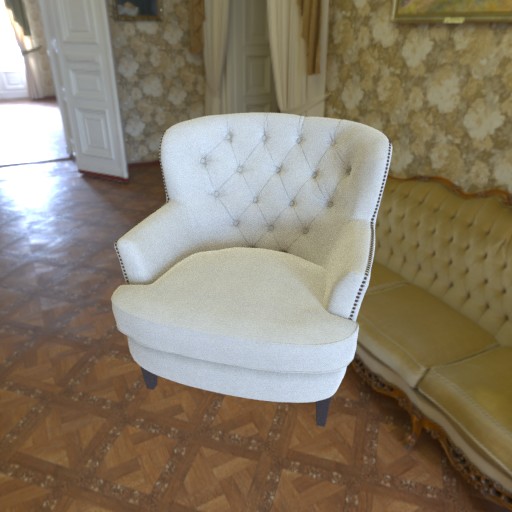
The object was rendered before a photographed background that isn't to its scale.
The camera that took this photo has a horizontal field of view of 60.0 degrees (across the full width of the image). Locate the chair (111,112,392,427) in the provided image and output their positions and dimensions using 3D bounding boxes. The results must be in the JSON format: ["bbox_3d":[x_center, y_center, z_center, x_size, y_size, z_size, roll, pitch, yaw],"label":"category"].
[{"bbox_3d":[0.000,0.000,1.602,0.848,0.868,0.906,7,28,14],"label":"chair"}]
